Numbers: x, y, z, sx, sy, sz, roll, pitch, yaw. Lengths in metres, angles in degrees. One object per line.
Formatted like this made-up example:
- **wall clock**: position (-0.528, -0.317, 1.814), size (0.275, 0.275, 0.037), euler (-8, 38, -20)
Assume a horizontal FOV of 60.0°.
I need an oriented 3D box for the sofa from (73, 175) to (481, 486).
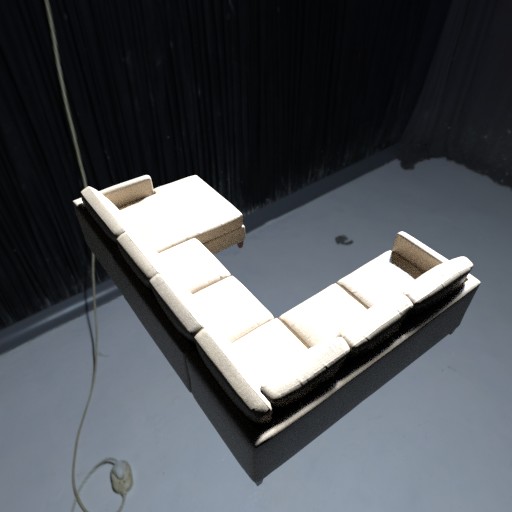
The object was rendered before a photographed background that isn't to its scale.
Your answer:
- **sofa**: position (0.000, 0.000, 4.631), size (2.594, 0.961, 3.460), euler (-27, 49, -26)
